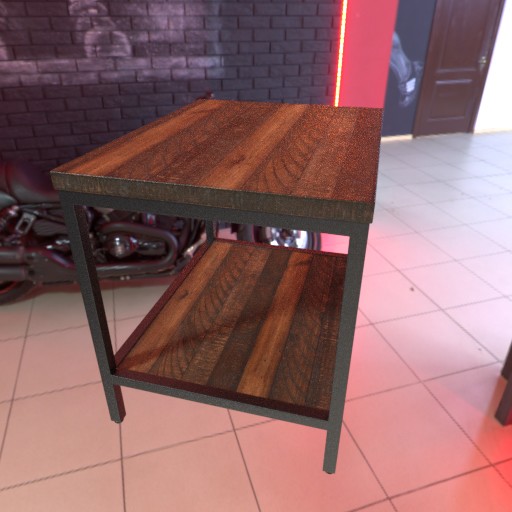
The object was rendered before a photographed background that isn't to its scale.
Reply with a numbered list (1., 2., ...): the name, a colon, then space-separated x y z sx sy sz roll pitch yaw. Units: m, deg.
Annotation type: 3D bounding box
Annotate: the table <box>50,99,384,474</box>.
1. table: 0.000 0.000 1.107 0.524 0.612 0.678 8 30 13
